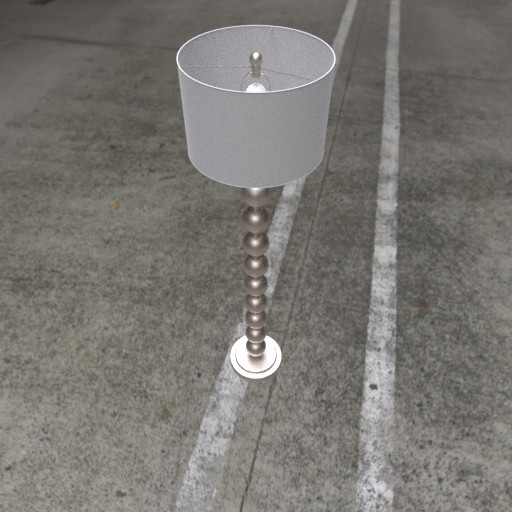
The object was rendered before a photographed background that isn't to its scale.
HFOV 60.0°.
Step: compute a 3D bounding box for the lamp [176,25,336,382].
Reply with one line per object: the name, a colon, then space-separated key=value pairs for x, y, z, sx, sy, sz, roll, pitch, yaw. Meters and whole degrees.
lamp: x=0.000 y=0.000 z=1.631 sx=0.394 sy=1.474 sz=0.394 roll=10 pitch=48 yaw=9
